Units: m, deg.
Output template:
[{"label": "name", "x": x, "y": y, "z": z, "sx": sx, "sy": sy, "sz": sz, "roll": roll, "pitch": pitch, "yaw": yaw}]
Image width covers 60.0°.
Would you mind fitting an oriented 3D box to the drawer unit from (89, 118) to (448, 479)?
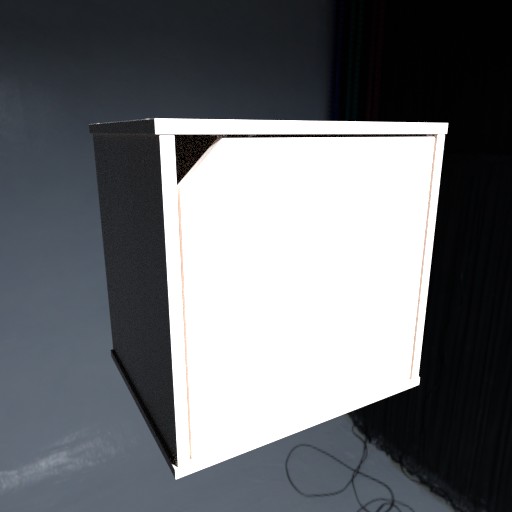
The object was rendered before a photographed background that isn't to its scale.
[{"label": "drawer unit", "x": 0.000, "y": 0.000, "z": 0.599, "sx": 0.349, "sy": 0.344, "sz": 0.290, "roll": -9, "pitch": 18, "yaw": -28}]
